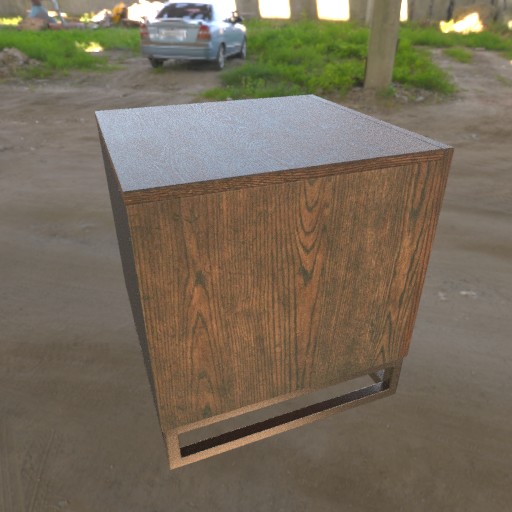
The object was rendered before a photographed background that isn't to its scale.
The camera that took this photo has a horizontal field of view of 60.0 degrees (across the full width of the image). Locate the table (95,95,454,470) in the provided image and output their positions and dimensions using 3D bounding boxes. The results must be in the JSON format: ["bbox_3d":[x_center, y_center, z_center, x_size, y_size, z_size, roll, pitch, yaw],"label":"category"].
[{"bbox_3d":[0.000,0.000,1.006,0.566,0.582,0.506,-11,32,-18],"label":"table"}]
